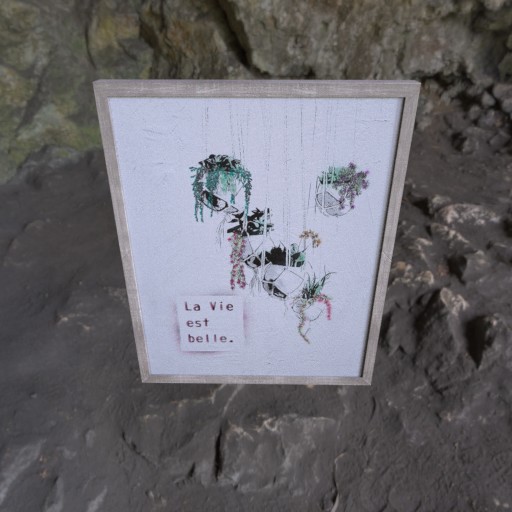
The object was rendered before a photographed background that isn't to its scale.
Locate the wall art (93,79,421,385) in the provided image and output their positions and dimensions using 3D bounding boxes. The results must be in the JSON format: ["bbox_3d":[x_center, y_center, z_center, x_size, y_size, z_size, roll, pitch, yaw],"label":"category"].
[{"bbox_3d":[0.000,0.000,0.705,0.421,0.521,0.032,0,29,1],"label":"wall art"}]
